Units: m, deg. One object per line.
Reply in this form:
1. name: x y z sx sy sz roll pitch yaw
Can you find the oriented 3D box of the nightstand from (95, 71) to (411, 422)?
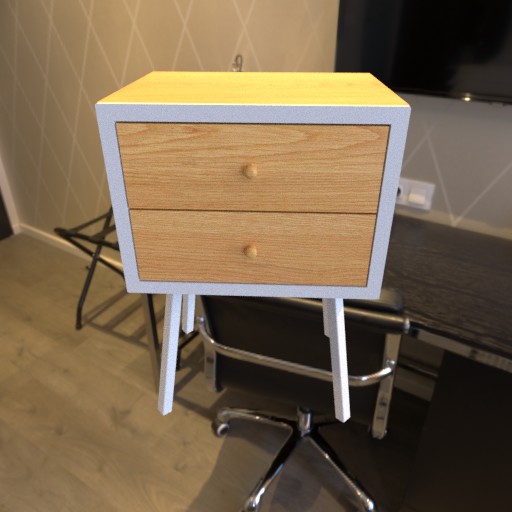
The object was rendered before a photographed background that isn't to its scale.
1. nightstand: 0.000 0.000 0.831 0.400 0.601 0.316 1 30 2
